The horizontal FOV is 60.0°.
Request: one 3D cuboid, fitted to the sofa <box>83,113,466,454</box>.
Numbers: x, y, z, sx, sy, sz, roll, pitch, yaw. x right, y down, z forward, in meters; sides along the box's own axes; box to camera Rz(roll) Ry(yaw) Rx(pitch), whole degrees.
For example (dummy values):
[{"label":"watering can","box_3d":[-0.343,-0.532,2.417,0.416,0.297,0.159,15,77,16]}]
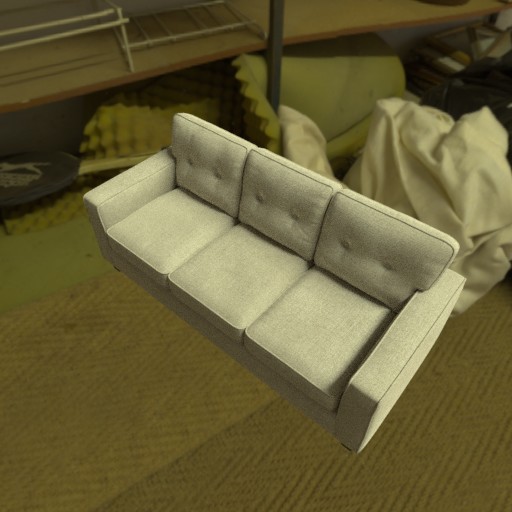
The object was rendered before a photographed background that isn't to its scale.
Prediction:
[{"label":"sofa","box_3d":[0.000,0.000,2.658,2.133,0.965,0.939,32,54,27]}]
